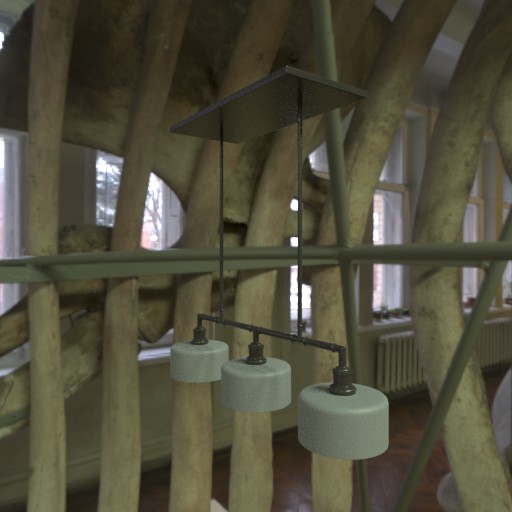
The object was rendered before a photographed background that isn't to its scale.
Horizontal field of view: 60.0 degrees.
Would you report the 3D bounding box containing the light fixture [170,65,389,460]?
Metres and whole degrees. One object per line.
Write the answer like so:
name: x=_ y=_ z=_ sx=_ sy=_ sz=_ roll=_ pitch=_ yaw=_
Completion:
light fixture: x=0.000 y=0.000 z=0.855 sx=0.177 sy=0.557 sz=0.582 roll=0 pitch=1 yaw=-36
